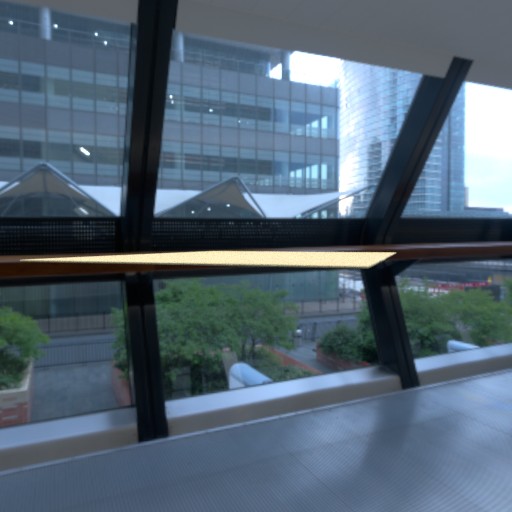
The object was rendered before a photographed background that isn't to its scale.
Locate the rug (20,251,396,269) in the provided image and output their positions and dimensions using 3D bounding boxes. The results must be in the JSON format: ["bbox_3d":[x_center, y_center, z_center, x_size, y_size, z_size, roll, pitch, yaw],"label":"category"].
[{"bbox_3d":[0.000,0.000,4.265,2.452,0.016,3.204,1,2,20],"label":"rug"}]
